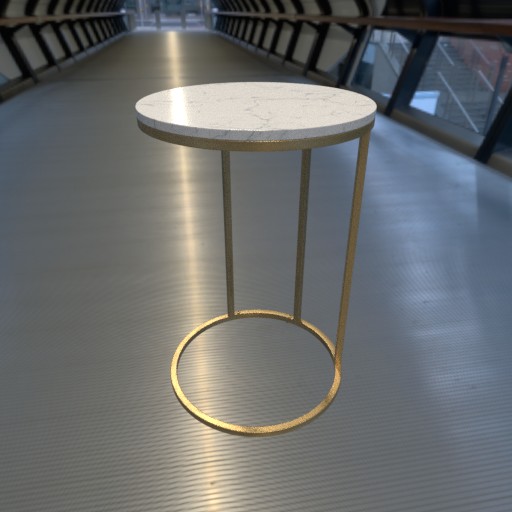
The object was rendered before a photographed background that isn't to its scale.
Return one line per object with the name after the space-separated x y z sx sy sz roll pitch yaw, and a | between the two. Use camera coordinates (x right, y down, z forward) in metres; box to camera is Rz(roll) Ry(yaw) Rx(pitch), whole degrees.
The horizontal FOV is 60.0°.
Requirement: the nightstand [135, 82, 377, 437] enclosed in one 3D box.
0.000 0.000 0.906 0.400 0.610 0.400 19 35 30 | nightstand
